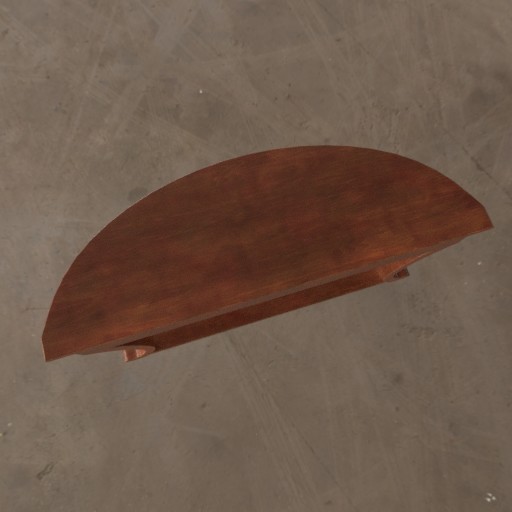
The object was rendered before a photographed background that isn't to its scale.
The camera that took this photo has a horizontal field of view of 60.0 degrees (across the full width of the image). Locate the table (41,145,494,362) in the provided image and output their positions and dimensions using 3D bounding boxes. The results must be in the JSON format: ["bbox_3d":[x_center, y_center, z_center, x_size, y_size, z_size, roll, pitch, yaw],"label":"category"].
[{"bbox_3d":[0.000,0.000,1.512,1.198,0.699,0.394,-16,76,-4],"label":"table"}]
